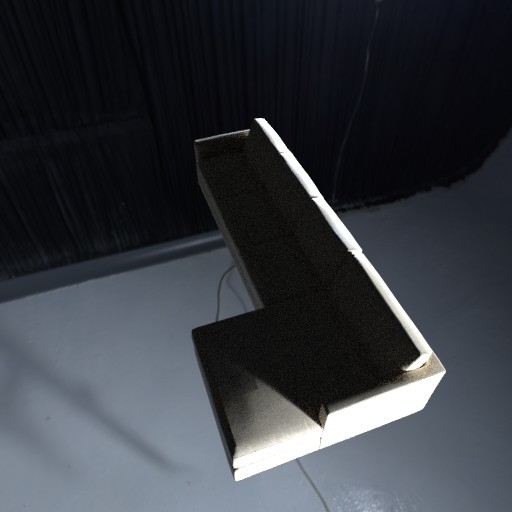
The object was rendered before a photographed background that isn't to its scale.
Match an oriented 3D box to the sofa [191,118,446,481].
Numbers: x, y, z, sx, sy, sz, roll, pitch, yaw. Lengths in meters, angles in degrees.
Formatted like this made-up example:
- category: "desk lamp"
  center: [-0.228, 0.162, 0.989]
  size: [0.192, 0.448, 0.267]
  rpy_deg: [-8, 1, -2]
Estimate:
- category: "sofa"
  center: [0.000, 0.000, 4.195]
  size: [1.603, 0.954, 3.471]
  rpy_deg: [-15, 49, -14]
